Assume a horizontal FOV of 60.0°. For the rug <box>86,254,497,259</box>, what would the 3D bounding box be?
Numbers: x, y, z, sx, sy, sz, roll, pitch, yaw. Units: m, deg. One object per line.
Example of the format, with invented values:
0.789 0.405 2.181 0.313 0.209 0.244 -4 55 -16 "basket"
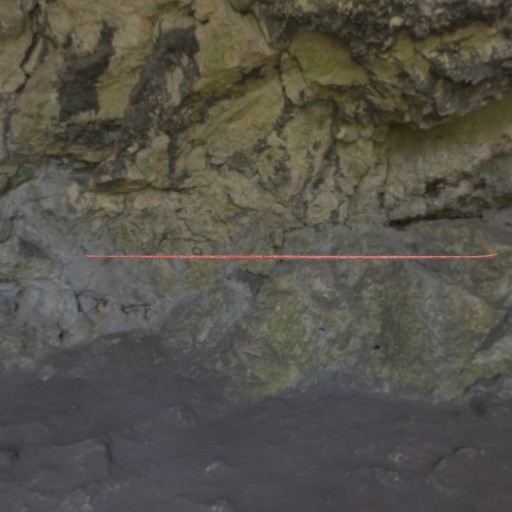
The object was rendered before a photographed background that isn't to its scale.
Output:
0.000 0.000 2.834 1.521 0.026 2.286 0 0 -35 "rug"
